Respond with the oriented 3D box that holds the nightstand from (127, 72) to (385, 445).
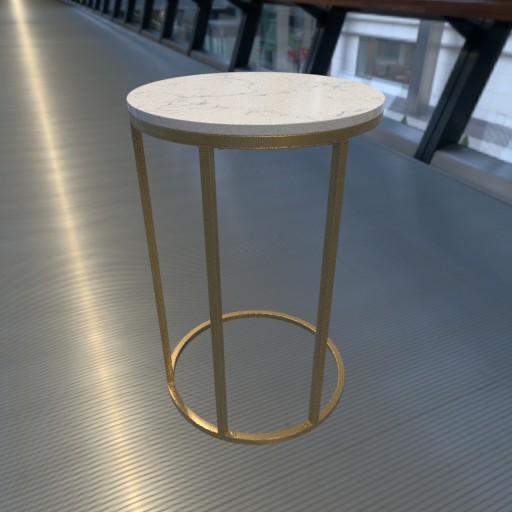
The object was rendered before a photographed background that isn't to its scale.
[{"bbox_3d":[0.000,0.000,0.863,0.400,0.610,0.400,10,32,16],"label":"nightstand"}]
